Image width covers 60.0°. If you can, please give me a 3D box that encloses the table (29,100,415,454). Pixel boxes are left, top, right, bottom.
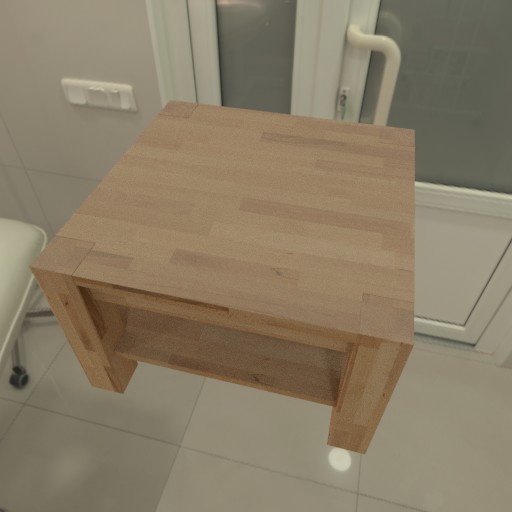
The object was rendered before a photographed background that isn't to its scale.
[{"bbox_3d":[0.000,0.000,1.167,0.700,0.451,0.700,10,46,10],"label":"table"}]
